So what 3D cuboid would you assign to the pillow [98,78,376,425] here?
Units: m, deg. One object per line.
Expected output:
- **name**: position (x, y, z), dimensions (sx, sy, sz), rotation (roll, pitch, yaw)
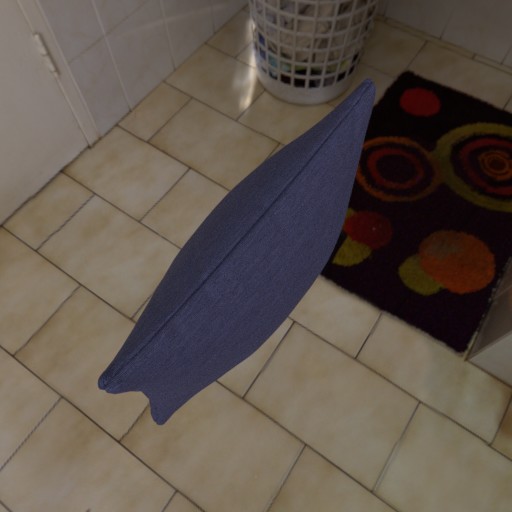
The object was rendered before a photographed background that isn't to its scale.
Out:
- **pillow**: position (0.000, 0.000, 0.777), dimensions (0.210, 0.338, 0.633), rotation (34, 68, 15)
